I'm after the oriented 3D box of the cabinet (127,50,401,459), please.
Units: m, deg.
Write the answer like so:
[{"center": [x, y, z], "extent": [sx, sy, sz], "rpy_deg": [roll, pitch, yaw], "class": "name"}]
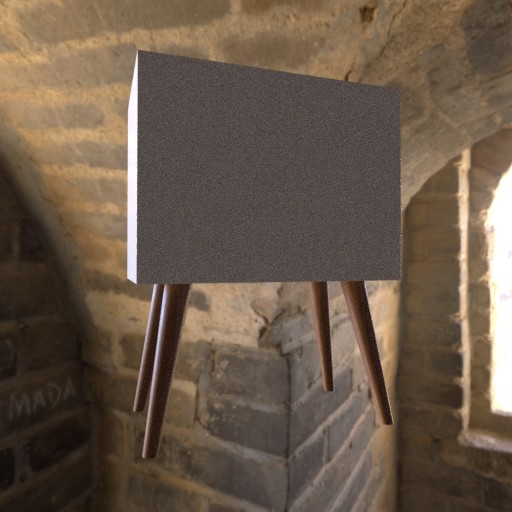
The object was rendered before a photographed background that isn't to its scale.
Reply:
[{"center": [0.000, 0.000, 1.087], "extent": [0.591, 0.772, 0.344], "rpy_deg": [0, -1, -19], "class": "cabinet"}]
